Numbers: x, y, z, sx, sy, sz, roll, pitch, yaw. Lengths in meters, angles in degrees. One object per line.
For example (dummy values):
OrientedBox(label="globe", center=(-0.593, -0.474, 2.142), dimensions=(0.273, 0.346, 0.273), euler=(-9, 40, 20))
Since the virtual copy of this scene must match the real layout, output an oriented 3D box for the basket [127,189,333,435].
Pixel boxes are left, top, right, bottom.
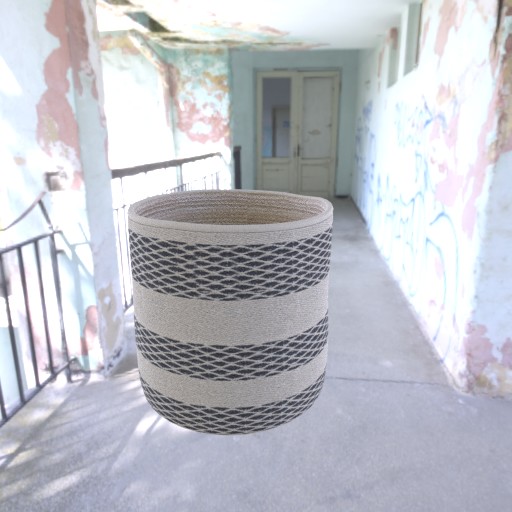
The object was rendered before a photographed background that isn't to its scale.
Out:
OrientedBox(label="basket", center=(0.000, 0.000, 1.079), dimensions=(0.351, 0.356, 0.917), euler=(2, 16, 8))
